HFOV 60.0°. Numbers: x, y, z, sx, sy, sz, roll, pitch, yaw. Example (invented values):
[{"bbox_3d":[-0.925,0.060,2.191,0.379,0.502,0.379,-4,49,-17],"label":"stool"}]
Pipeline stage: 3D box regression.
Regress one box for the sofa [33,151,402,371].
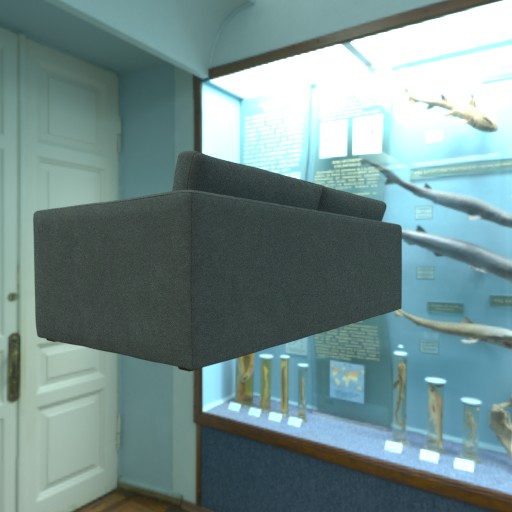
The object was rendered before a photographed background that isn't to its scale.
[{"bbox_3d":[0.000,0.000,2.746,1.092,0.838,2.257,0,0,36],"label":"sofa"}]
